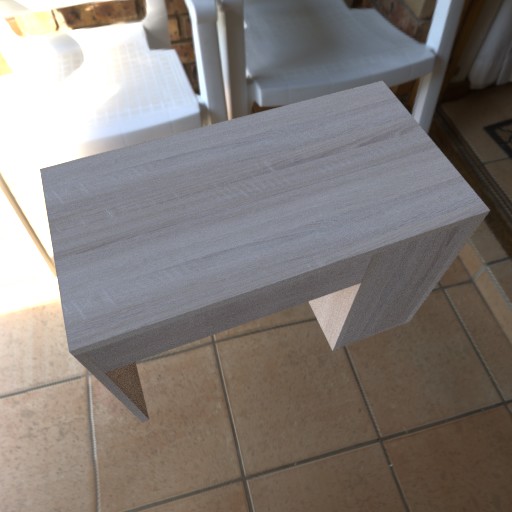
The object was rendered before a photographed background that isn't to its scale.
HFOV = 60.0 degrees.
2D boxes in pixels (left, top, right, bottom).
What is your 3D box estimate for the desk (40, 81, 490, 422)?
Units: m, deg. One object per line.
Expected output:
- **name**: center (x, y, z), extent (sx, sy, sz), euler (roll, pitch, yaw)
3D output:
- **desk**: center (0.000, 0.000, 1.528), extent (1.100, 0.731, 0.600), euler (-18, 60, -11)
